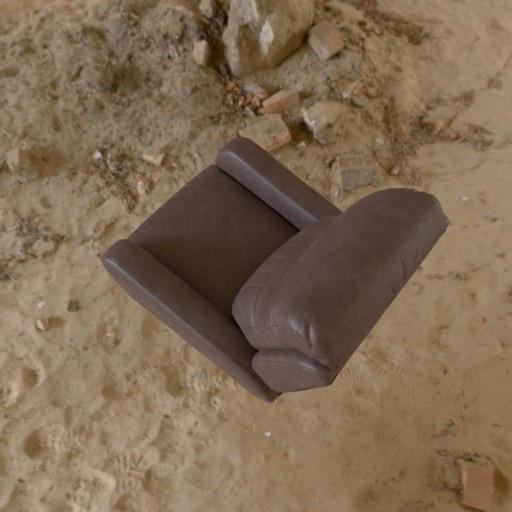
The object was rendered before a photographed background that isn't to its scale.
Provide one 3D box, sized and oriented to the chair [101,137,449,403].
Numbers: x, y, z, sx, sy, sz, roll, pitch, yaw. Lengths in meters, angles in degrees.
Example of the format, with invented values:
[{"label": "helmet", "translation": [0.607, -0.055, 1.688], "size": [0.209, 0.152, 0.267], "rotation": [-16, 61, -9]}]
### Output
[{"label": "chair", "translation": [0.000, 0.000, 1.802], "size": [1.067, 1.067, 0.865], "rotation": [37, 68, 17]}]
